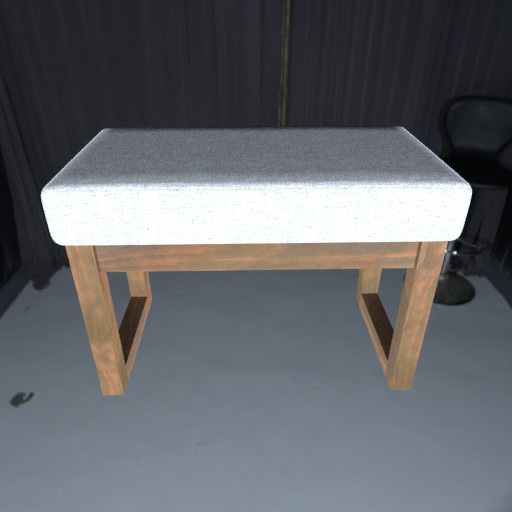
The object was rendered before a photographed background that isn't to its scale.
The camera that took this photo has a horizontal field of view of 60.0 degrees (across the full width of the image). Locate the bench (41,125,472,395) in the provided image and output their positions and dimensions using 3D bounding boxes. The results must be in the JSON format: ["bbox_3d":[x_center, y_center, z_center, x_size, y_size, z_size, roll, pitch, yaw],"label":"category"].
[{"bbox_3d":[0.000,0.000,0.949,0.681,0.467,0.366,-1,31,-1],"label":"bench"}]
